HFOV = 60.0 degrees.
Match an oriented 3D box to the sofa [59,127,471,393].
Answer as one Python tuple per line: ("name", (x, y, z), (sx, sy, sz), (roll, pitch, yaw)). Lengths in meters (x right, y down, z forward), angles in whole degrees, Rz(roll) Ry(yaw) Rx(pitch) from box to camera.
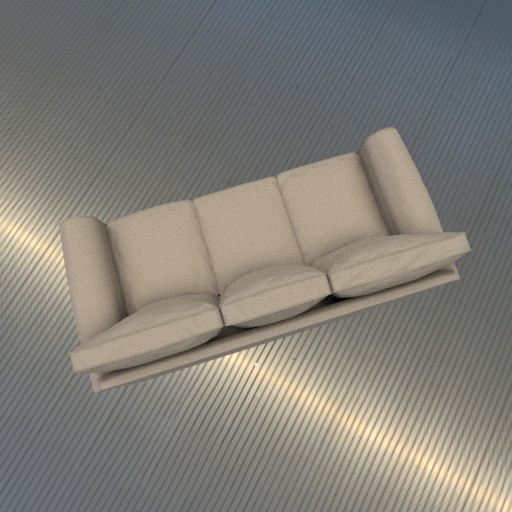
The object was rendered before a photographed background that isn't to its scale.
("sofa", (0.000, 0.000, 2.653), (2.118, 0.889, 0.998), (-17, 77, -4))
